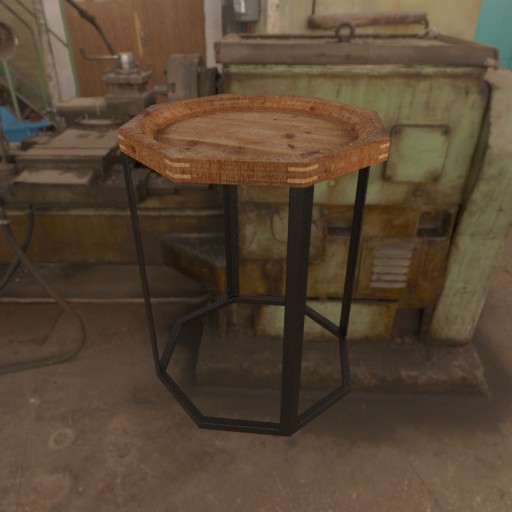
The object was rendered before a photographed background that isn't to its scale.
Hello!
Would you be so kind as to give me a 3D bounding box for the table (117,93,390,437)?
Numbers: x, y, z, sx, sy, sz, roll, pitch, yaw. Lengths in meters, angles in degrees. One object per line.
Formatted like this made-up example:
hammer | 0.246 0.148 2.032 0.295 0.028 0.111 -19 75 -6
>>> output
table | 0.000 0.000 0.895 0.458 0.543 0.458 -9 32 -14
